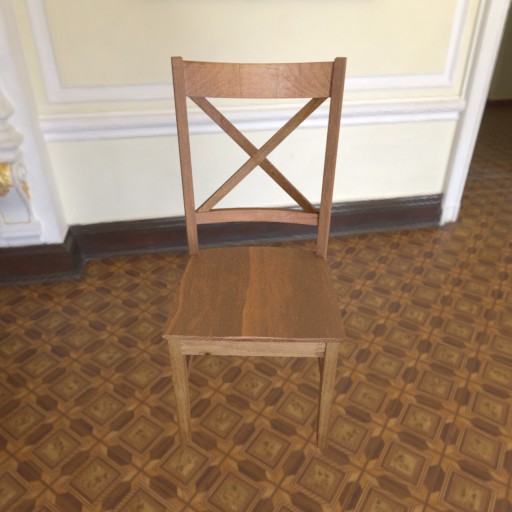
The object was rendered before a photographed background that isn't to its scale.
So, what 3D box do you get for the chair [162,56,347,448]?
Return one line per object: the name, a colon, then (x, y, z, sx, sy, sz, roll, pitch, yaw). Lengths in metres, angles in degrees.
chair: (0.000, 0.000, 1.262, 0.485, 0.983, 0.542, 1, 31, 1)
